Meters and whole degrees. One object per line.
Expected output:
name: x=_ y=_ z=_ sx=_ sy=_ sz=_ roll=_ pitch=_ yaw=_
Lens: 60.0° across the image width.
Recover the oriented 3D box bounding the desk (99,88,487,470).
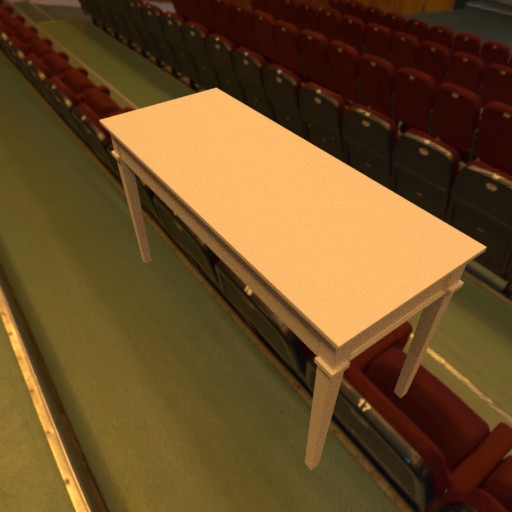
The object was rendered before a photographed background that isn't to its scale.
desk: x=0.000 y=0.000 z=1.758 sx=0.559 sy=0.774 sz=1.372 roll=-26 pitch=49 yaw=-26
